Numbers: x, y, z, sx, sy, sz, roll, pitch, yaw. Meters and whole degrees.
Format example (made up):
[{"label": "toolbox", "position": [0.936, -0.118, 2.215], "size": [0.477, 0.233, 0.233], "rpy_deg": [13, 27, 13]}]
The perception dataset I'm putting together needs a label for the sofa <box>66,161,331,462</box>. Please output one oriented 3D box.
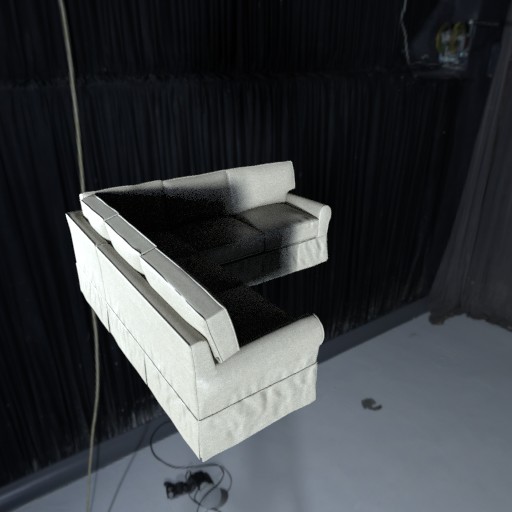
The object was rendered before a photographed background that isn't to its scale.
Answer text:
[{"label": "sofa", "position": [0.000, 0.000, 4.065], "size": [2.623, 1.081, 2.618], "rpy_deg": [-17, 30, -31]}]
